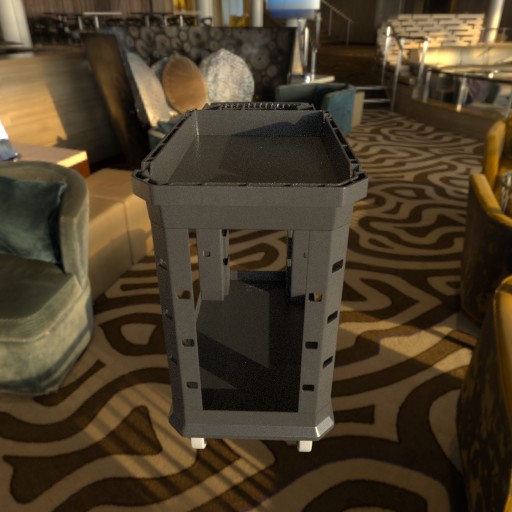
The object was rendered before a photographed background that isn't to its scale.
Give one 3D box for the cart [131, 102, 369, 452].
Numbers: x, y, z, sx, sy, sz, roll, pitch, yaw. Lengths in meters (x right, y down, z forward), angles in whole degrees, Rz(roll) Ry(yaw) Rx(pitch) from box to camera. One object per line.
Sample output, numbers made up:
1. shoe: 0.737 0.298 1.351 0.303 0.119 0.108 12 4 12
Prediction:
1. cart: 0.000 0.000 1.538 0.497 0.884 1.061 1 29 2
